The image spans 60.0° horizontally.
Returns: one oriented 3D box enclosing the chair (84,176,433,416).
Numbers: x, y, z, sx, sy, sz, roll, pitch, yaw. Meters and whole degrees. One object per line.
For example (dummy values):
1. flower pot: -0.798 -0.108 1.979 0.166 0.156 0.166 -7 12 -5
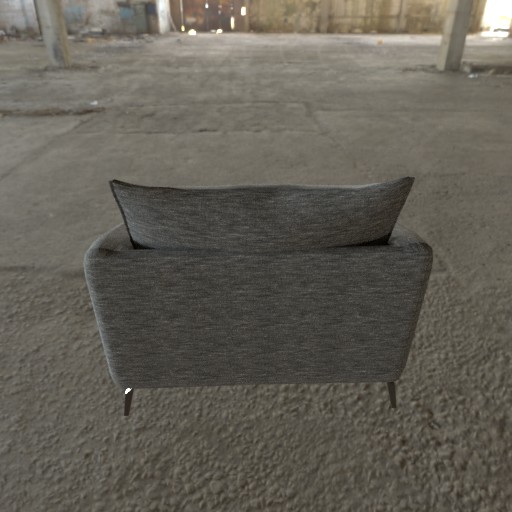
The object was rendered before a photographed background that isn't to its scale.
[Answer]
1. chair: 0.000 0.000 1.622 1.004 0.842 0.805 -1 29 -2
